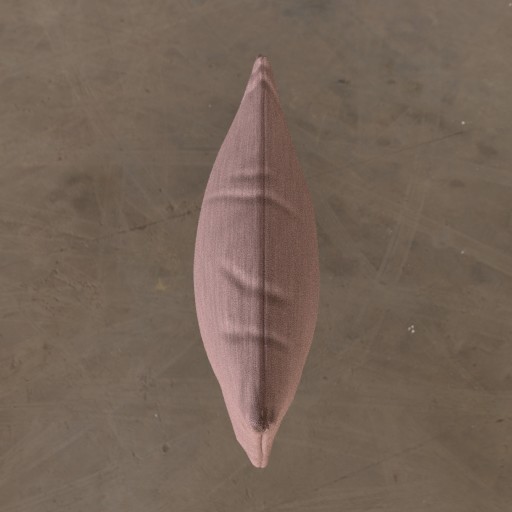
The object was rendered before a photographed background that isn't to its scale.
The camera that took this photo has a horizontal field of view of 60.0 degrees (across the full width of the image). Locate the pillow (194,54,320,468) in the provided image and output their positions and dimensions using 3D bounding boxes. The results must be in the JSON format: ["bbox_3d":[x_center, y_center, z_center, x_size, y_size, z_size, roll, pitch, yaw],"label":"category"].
[{"bbox_3d":[0.000,0.000,0.762,0.210,0.338,0.633,0,60,0],"label":"pillow"}]
